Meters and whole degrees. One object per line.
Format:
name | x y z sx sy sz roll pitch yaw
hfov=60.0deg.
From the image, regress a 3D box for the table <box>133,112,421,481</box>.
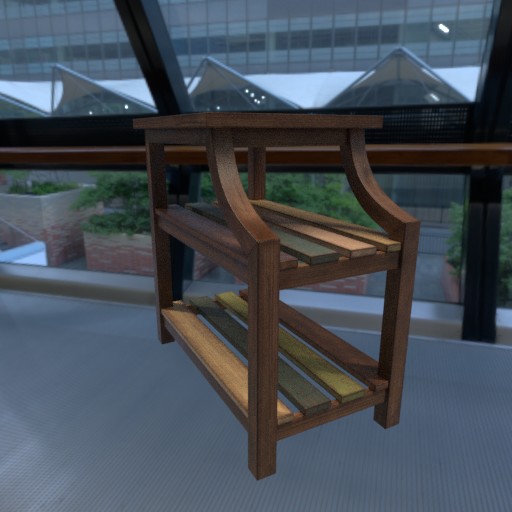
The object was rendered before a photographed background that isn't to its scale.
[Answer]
table | 0.000 0.000 0.976 0.356 0.584 0.609 -8 18 -27
